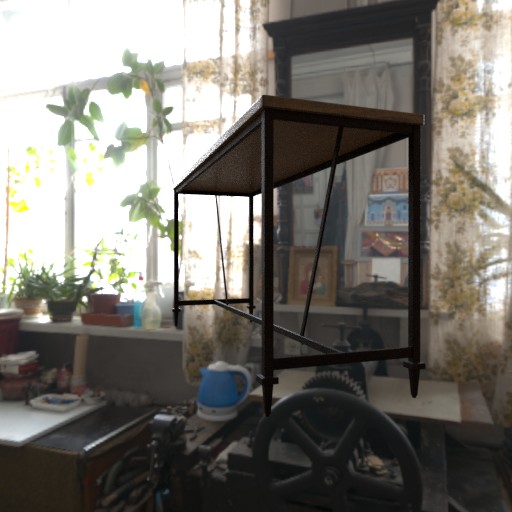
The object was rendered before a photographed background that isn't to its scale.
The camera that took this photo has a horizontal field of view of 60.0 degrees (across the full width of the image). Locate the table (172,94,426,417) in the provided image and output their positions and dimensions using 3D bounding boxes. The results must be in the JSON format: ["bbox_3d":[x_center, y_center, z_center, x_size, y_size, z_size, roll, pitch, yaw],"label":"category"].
[{"bbox_3d":[0.000,0.000,2.117,0.551,0.902,1.700,0,0,-19],"label":"table"}]
